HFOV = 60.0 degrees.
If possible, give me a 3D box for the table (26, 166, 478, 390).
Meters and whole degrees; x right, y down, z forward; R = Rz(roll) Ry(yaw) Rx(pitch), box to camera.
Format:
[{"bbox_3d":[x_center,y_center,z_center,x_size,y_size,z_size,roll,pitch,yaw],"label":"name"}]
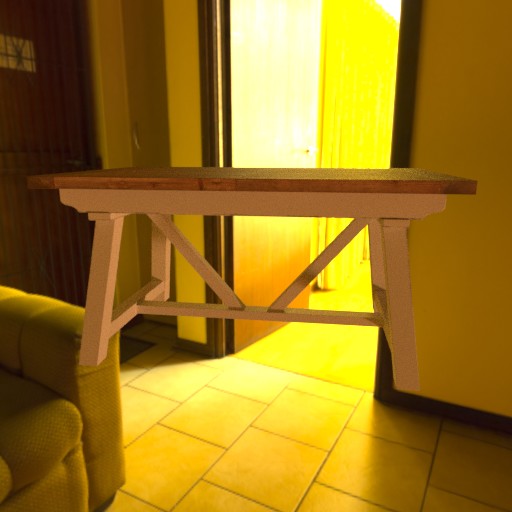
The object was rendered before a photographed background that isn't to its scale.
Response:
[{"bbox_3d":[0.000,0.000,1.987,1.503,0.743,0.922,2,14,8],"label":"table"}]
